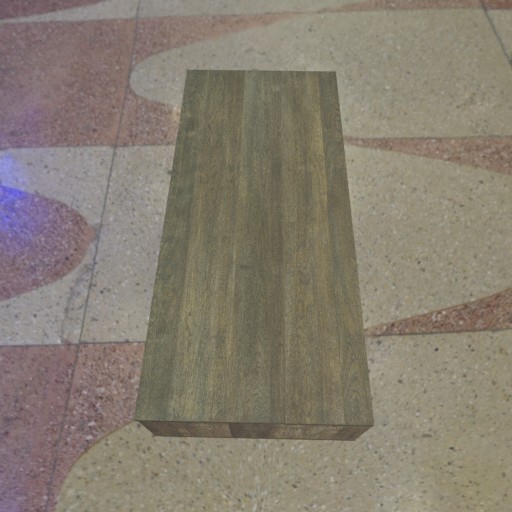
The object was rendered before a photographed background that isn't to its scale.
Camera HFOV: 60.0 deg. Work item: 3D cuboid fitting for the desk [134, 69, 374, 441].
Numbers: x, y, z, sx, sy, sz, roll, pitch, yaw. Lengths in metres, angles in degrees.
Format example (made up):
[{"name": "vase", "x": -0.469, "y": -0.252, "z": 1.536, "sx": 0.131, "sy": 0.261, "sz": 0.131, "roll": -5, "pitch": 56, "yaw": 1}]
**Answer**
[{"name": "desk", "x": 0.000, "y": 0.000, "z": 2.049, "sx": 0.730, "sy": 0.780, "sz": 1.600, "roll": 1, "pitch": 60, "yaw": 1}]
